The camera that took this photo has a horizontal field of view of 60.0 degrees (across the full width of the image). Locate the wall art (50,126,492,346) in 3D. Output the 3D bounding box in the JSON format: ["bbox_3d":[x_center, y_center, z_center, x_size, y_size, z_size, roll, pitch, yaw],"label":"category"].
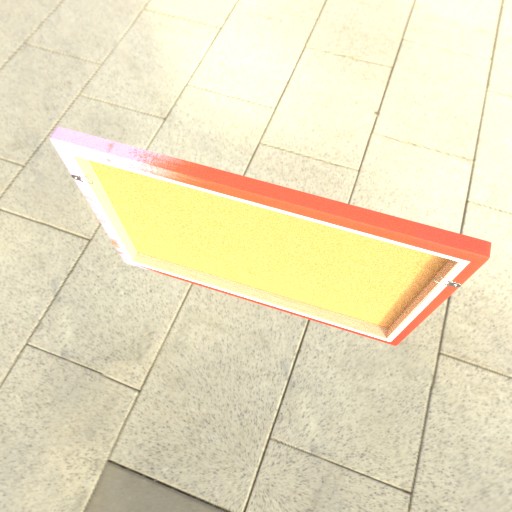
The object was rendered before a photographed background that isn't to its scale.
[{"bbox_3d":[0.000,0.000,1.151,0.913,0.609,0.040,16,65,8],"label":"wall art"}]
